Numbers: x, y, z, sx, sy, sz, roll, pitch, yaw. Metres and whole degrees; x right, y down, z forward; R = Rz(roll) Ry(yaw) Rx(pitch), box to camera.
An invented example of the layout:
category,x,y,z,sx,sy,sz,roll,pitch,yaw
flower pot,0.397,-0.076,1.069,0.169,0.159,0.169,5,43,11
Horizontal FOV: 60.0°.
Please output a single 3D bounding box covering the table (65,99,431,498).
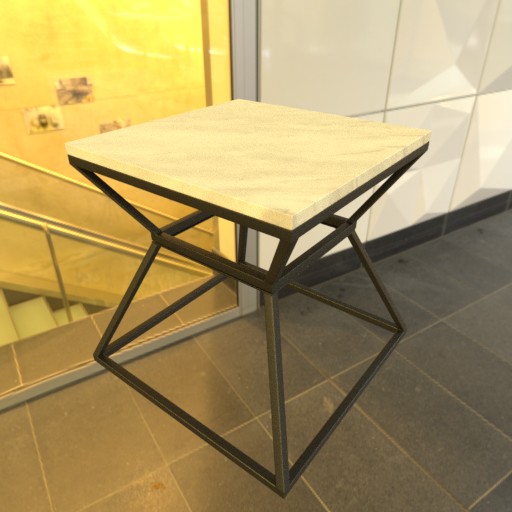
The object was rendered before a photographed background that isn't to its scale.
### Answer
category,x,y,z,sx,sy,sz,roll,pitch,yaw
table,0.000,0.000,0.797,0.455,0.431,0.455,22,37,32
